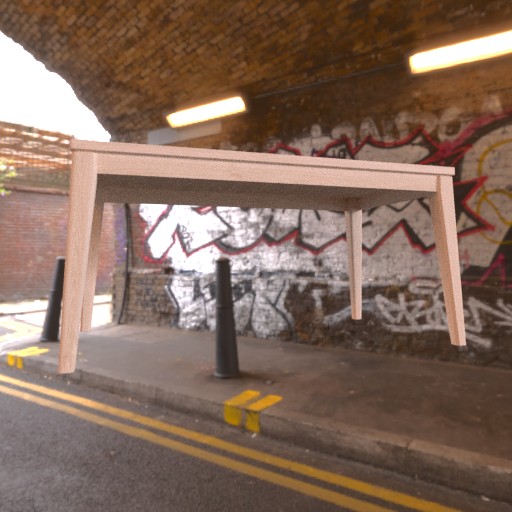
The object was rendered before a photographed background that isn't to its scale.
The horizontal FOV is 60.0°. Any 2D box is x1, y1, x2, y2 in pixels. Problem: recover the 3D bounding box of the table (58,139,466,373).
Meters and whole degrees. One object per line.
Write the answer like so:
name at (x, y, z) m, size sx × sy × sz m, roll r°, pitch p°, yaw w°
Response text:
table at (0.000, 0.000, 2.078) m, size 1.600 × 0.760 × 0.900 m, roll 0°, pitch 0°, yaw -17°
